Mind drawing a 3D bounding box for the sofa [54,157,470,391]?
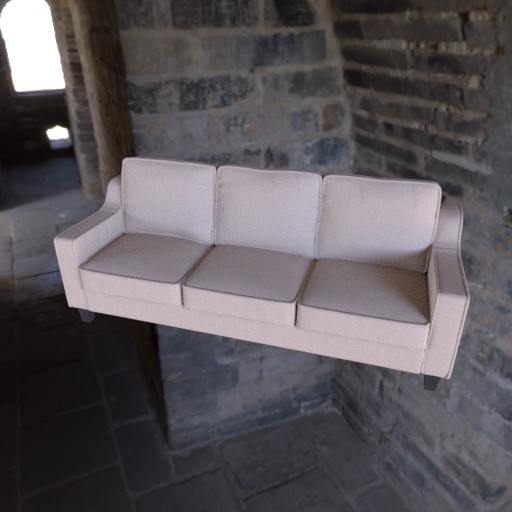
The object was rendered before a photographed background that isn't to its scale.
[{"bbox_3d":[0.000,0.000,2.523,2.131,0.902,0.791,8,28,15],"label":"sofa"}]
